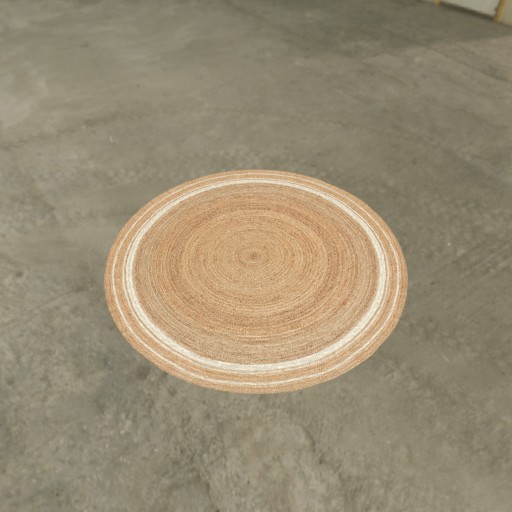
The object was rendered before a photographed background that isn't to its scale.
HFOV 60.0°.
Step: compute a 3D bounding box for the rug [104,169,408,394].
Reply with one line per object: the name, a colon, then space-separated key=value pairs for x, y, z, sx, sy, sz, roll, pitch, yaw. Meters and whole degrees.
rug: x=0.000 y=0.000 z=3.672 sx=2.444 sy=0.015 sz=2.444 roll=0 pitch=46 yaw=0
